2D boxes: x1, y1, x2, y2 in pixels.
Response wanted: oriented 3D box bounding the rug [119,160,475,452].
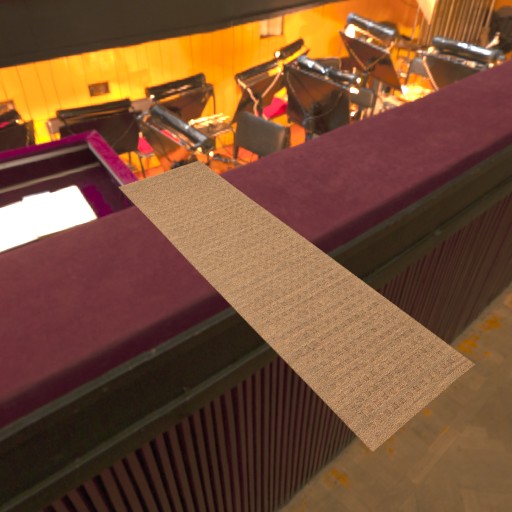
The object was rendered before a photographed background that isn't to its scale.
[{"bbox_3d":[0.000,0.000,2.620,0.688,0.005,2.437,-25,46,-27],"label":"rug"}]
